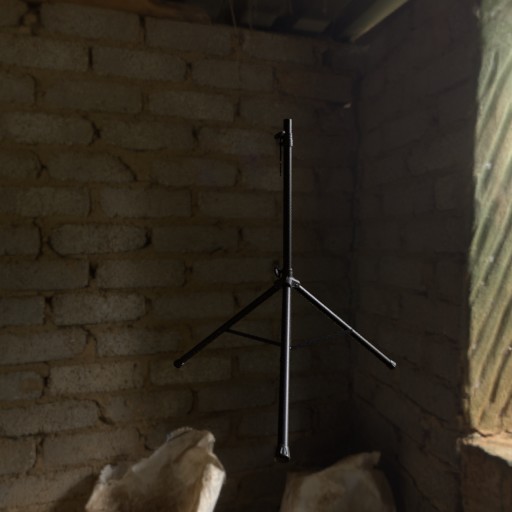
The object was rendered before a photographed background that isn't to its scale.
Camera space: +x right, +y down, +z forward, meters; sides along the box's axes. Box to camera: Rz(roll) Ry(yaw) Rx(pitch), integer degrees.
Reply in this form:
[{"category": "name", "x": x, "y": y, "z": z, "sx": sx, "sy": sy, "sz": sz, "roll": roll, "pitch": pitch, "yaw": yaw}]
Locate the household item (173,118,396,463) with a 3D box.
[{"category": "household item", "x": 0.000, "y": 0.000, "z": 2.735, "sx": 1.339, "sy": 1.595, "sz": 1.596, "roll": 1, "pitch": 2, "yaw": 34}]
